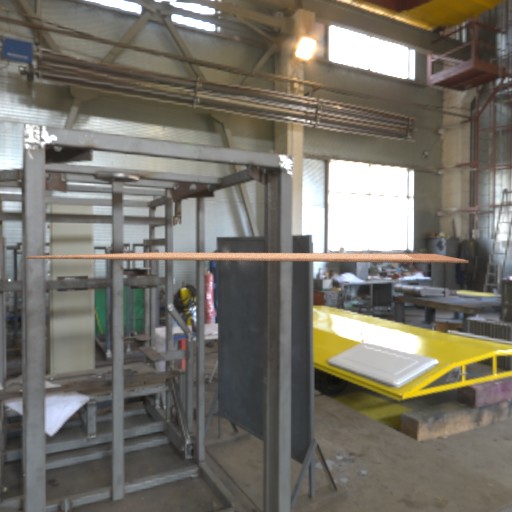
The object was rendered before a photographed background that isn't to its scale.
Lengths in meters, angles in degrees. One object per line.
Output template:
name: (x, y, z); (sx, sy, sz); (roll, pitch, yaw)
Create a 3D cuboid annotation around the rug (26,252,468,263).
rug: (0.000, 0.000, 3.049); (2.438, 0.014, 1.524); (0, 1, 17)
